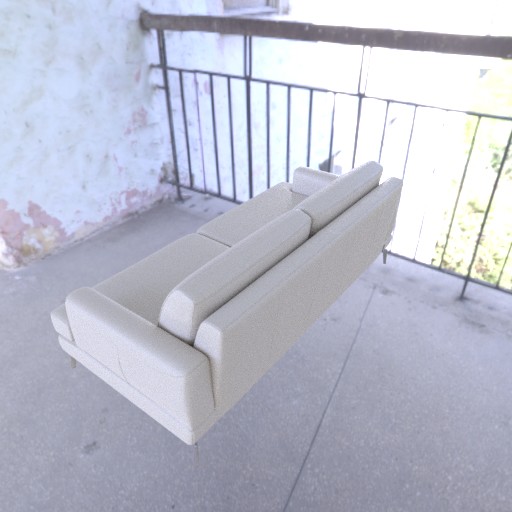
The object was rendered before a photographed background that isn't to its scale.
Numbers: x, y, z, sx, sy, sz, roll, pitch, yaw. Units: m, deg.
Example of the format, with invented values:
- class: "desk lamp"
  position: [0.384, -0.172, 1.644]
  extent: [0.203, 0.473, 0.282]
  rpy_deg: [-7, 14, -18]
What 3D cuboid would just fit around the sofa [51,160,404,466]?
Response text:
- class: "sofa"
  position: [0.000, 0.000, 2.450]
  extent: [0.974, 0.765, 1.940]
  rpy_deg: [22, 39, 31]
